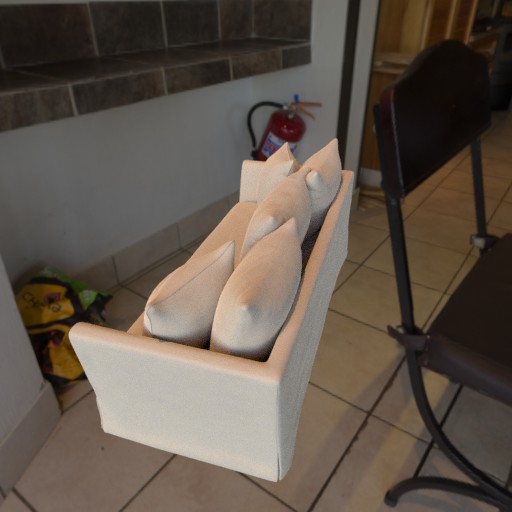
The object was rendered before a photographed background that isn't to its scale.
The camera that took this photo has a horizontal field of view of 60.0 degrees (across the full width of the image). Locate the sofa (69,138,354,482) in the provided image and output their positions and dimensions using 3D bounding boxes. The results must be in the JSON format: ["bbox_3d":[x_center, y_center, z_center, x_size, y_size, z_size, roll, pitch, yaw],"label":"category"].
[{"bbox_3d":[0.000,0.000,2.983,1.046,1.047,2.499,9,32,15],"label":"sofa"}]
